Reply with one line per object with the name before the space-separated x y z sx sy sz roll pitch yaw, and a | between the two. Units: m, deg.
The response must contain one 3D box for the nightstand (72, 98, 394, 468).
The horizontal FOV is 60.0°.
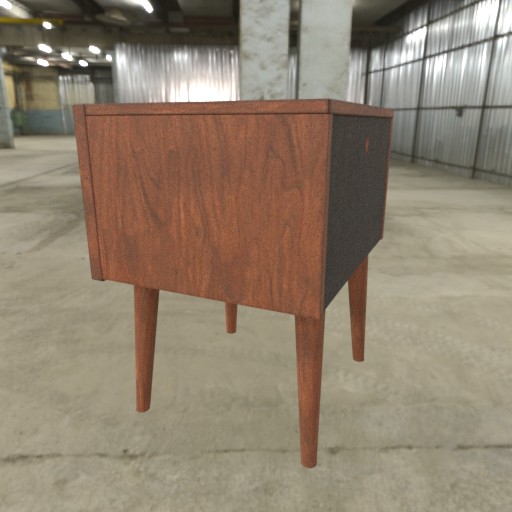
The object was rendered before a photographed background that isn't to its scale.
nightstand | 0.000 0.000 0.951 0.445 0.607 0.521 8 18 24
